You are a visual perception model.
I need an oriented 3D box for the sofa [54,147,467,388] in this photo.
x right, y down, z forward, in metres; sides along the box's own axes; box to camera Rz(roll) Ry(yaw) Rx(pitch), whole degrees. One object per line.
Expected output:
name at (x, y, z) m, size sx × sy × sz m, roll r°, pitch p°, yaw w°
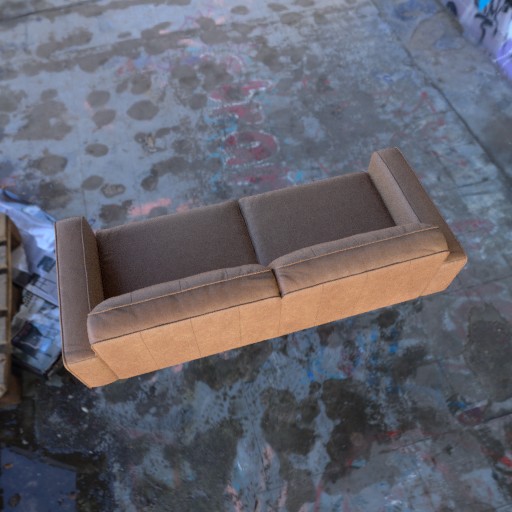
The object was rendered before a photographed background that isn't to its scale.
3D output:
sofa at (0.000, 0.000, 2.717) m, size 2.270 × 0.780 × 0.953 m, roll -14°, pitch 59°, yaw -8°
